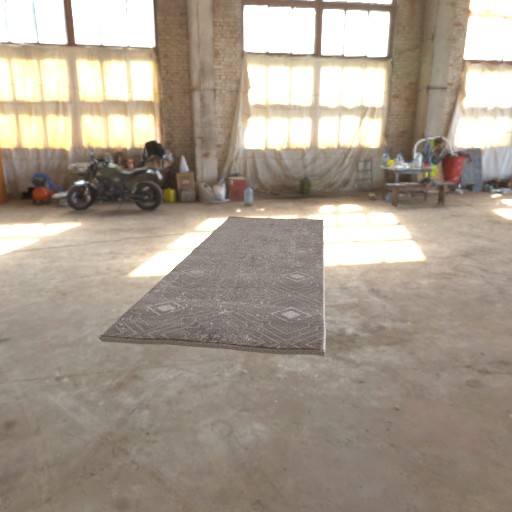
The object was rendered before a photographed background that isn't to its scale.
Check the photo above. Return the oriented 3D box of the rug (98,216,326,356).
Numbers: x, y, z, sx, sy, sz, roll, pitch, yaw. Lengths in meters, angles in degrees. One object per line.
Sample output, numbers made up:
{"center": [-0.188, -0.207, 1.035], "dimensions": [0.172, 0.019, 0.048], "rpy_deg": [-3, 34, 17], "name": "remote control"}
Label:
{"center": [0.000, 0.000, 2.710], "dimensions": [0.832, 0.035, 2.381], "rpy_deg": [2, 16, 8], "name": "rug"}
